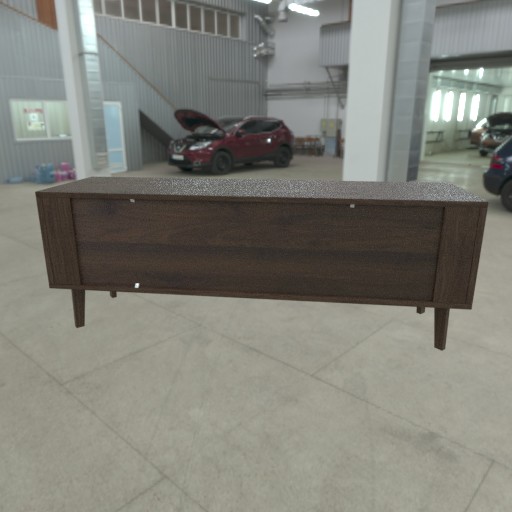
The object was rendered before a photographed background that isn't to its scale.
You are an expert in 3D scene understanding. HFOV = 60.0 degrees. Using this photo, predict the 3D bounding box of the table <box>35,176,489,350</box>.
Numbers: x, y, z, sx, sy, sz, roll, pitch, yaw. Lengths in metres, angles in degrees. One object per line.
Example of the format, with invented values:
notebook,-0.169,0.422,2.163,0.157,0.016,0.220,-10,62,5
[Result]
table,0.000,0.000,1.622,1.397,0.508,0.405,2,18,7
